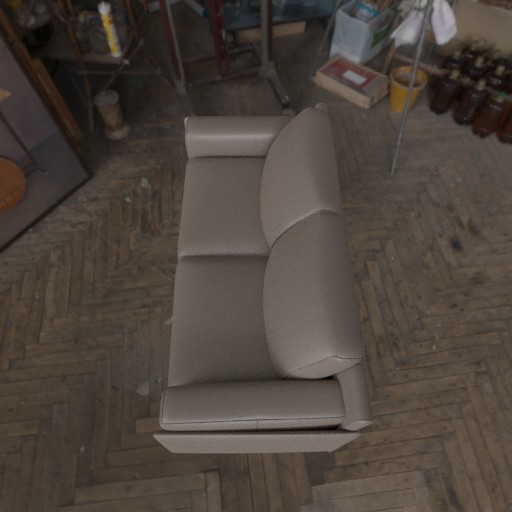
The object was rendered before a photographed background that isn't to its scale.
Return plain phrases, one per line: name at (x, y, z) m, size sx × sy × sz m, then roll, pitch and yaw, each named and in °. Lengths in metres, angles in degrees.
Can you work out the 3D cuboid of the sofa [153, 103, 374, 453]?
sofa at (0.000, 0.000, 2.619) m, size 1.049 × 0.930 × 2.101 m, roll -1°, pitch 59°, yaw -1°
